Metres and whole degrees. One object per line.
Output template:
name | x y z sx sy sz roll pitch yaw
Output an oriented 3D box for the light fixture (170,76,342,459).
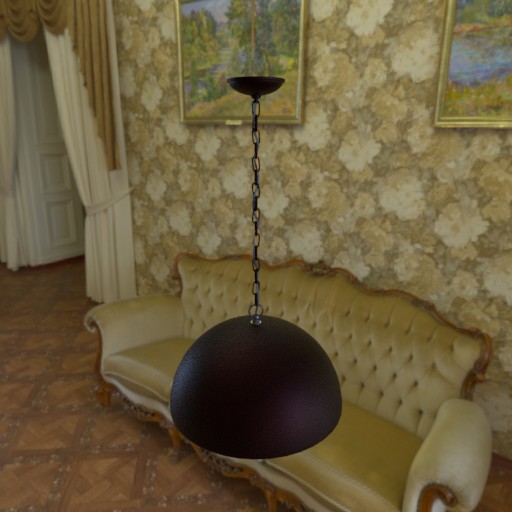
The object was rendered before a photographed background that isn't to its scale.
light fixture | 0.000 0.000 1.170 0.492 0.869 0.492 -2 16 -8
